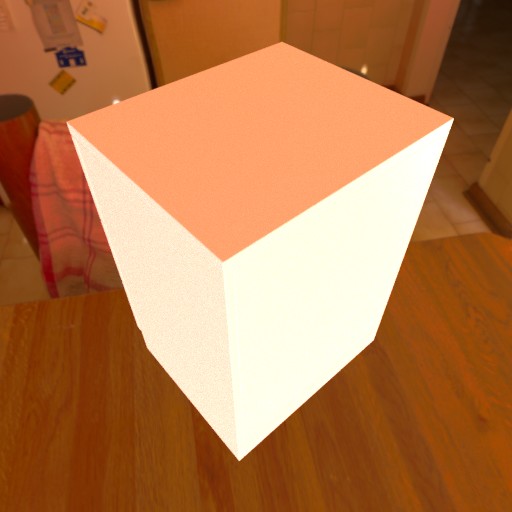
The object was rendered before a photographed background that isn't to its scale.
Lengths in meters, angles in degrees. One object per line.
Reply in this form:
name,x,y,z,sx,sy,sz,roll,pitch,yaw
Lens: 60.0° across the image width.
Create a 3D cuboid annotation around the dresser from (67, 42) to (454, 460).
dresser,0.000,0.000,0.810,0.400,0.560,0.360,-33,55,-27
